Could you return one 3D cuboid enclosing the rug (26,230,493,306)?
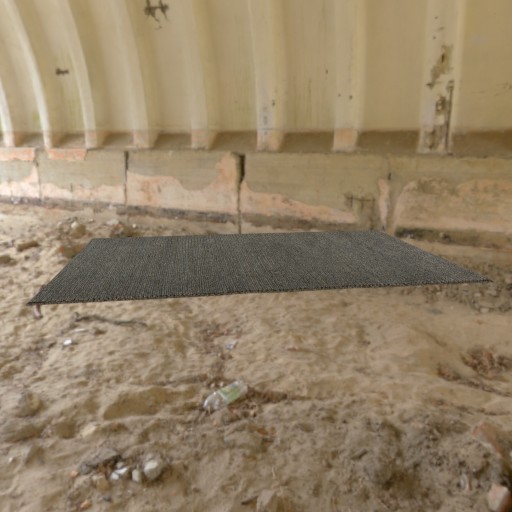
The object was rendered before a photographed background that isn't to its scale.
[{"bbox_3d":[0.000,0.000,3.014,2.443,0.021,1.538,-2,14,-9],"label":"rug"}]
